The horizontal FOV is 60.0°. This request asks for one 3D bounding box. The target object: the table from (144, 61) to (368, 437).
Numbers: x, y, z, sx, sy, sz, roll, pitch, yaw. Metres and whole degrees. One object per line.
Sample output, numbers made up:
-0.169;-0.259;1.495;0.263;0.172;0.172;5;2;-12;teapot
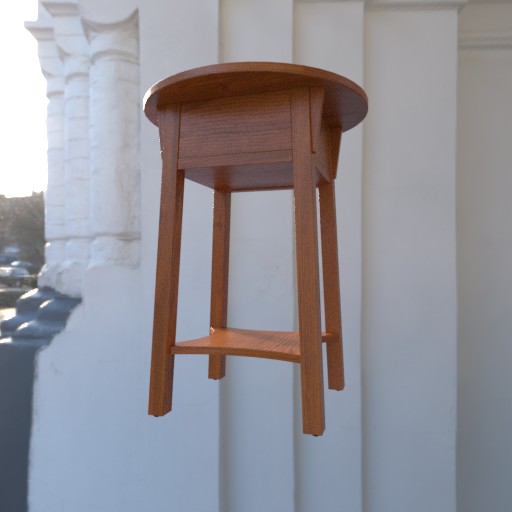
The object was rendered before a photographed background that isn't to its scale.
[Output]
0.000;0.000;0.925;0.457;0.610;0.457;0;-1;0;table
